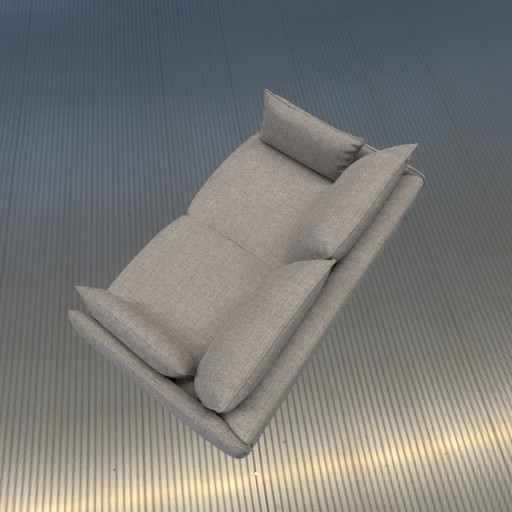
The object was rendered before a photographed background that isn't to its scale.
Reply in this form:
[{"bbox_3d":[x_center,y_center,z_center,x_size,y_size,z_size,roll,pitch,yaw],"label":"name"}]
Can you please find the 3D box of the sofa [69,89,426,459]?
[{"bbox_3d":[0.000,0.000,2.147,0.972,0.851,1.580,33,68,15],"label":"sofa"}]
